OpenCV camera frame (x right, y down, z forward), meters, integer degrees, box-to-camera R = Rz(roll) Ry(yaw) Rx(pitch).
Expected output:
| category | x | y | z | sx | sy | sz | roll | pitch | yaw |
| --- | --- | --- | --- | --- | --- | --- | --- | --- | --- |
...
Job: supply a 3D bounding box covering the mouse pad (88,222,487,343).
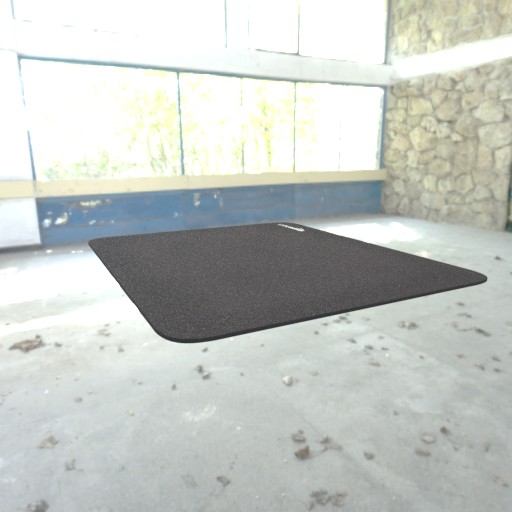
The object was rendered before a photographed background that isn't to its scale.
| category | x | y | z | sx | sy | sz | roll | pitch | yaw |
| --- | --- | --- | --- | --- | --- | --- | --- | --- | --- |
| mouse pad | 0.000 | 0.000 | 0.333 | 0.211 | 0.002 | 0.249 | -7 | 15 | -27 |
